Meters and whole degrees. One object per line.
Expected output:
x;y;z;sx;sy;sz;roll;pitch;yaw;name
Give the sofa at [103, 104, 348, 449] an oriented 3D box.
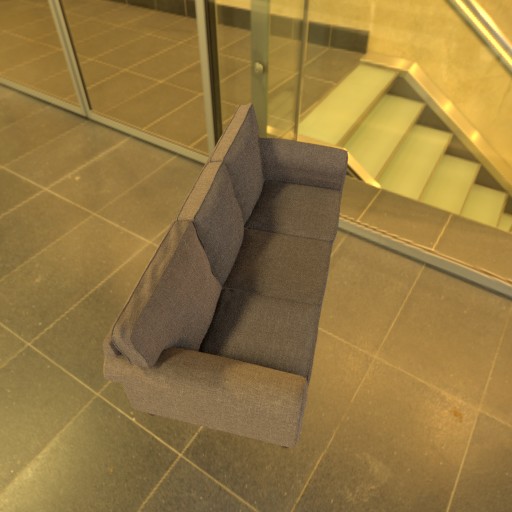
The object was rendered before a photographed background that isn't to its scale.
0.000;0.000;2.709;0.916;0.961;2.084;10;46;10;sofa
